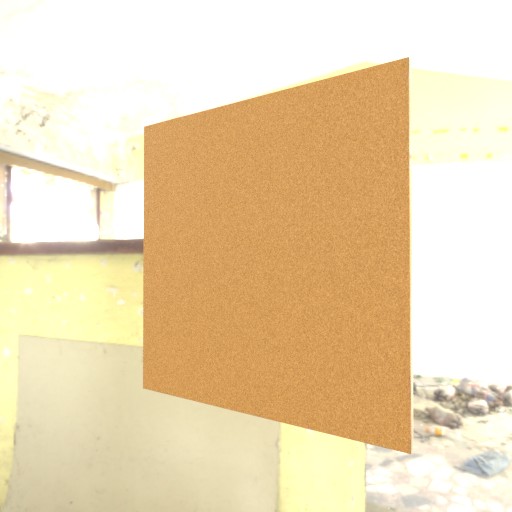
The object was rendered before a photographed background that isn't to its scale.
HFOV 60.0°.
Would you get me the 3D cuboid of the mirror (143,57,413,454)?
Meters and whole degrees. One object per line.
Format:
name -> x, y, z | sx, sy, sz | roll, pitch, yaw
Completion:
mirror -> 0.000, 0.000, 1.153 | 0.804, 0.804, 0.061 | -1, -1, 35
